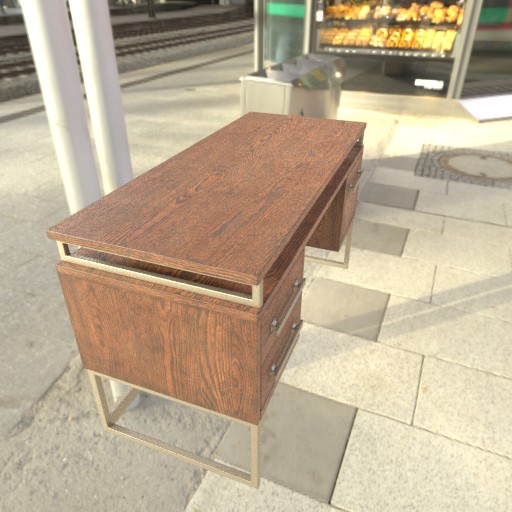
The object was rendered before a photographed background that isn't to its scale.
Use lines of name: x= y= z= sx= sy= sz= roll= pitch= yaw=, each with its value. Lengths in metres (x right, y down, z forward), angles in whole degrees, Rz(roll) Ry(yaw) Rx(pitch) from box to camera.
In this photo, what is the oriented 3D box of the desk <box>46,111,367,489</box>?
desk: x=0.000 y=0.000 z=1.791 sx=0.610 sy=0.792 sz=1.384 roll=12 pitch=33 yaw=18
